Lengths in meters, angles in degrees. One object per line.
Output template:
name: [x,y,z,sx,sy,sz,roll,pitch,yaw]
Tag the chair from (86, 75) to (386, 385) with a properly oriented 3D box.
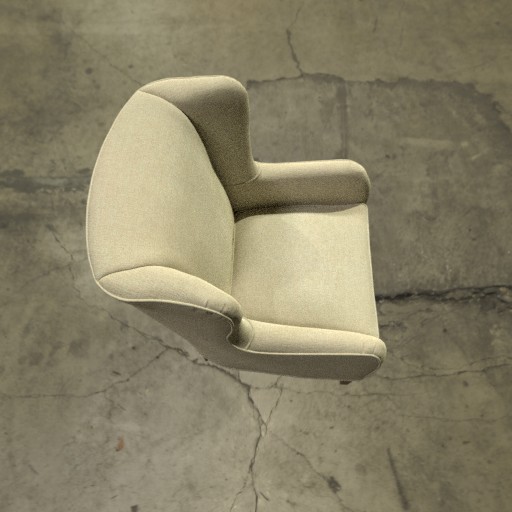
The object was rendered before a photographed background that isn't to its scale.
chair: [0.000,0.000,1.730,0.966,1.040,0.838,2,63,1]
